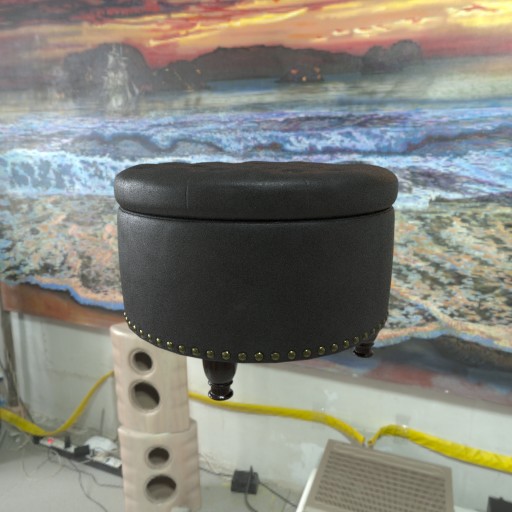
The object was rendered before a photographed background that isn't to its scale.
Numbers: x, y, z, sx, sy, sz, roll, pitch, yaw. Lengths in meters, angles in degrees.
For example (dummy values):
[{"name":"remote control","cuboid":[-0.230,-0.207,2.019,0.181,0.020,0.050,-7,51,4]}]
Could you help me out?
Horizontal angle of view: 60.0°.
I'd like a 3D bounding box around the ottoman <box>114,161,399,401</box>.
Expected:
[{"name":"ottoman","cuboid":[0.000,0.000,1.079,0.637,0.442,0.637,0,14,0]}]
